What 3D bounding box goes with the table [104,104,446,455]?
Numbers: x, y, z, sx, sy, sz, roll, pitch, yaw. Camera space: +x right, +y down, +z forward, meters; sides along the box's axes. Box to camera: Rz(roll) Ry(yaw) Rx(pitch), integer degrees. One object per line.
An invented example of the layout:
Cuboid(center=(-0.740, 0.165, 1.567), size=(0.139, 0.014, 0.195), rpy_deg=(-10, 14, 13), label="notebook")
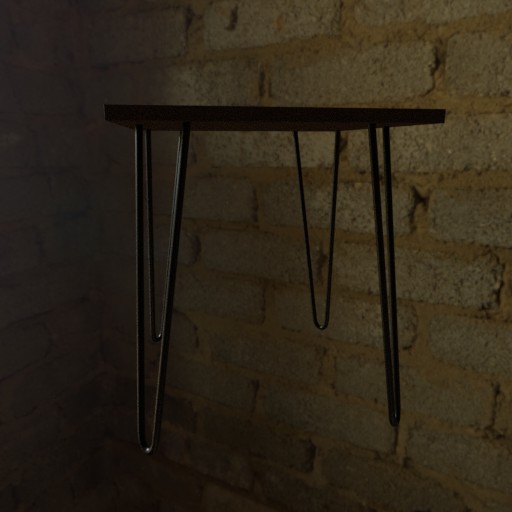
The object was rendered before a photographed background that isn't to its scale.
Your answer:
Cuboid(center=(0.000, 0.000, 0.931), size=(0.495, 0.559, 0.495), rpy_deg=(-2, 14, -10), label="table")
